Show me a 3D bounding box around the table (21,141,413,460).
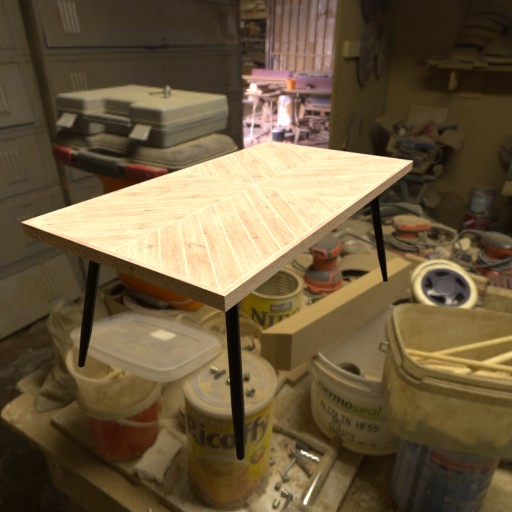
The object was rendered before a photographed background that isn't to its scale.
[{"bbox_3d":[0.000,0.000,2.314,0.991,0.762,1.803,16,31,30],"label":"table"}]
